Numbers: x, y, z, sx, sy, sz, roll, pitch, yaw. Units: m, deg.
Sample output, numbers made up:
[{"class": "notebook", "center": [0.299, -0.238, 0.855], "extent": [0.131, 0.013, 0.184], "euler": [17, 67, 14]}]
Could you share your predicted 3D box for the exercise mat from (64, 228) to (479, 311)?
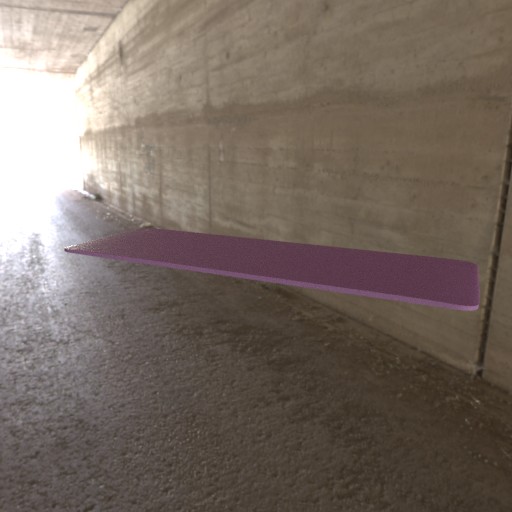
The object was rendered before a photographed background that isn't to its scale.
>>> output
[{"class": "exercise mat", "center": [0.000, 0.000, 2.063], "extent": [1.869, 0.021, 0.616], "euler": [7, 16, 25]}]
